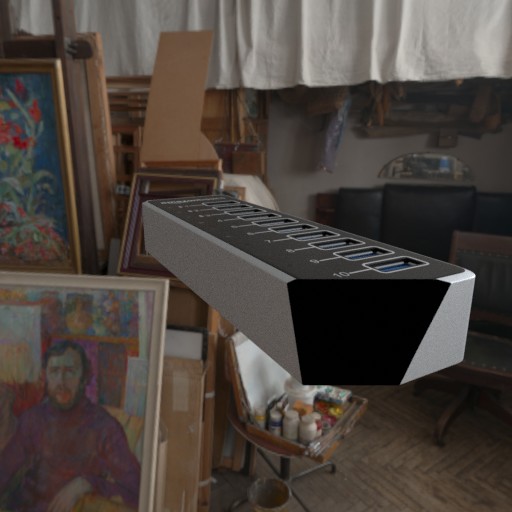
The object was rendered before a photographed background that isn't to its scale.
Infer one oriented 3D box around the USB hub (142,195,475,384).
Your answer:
[{"bbox_3d":[0.000,0.000,0.159,0.044,0.023,0.145,-9,18,-28],"label":"USB hub"}]
